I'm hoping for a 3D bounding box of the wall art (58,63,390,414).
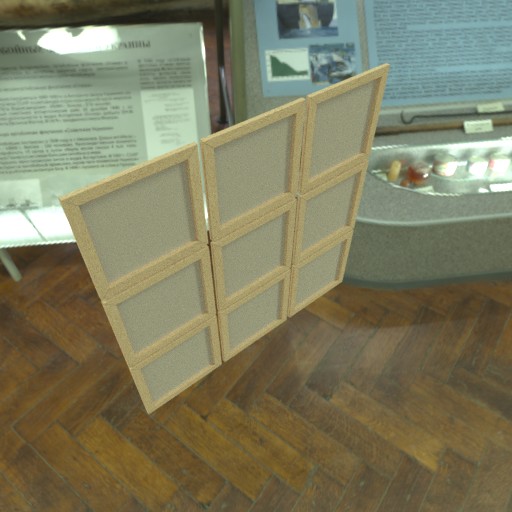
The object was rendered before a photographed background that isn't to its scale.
[{"bbox_3d":[0.000,0.000,1.770,1.217,1.207,0.016,-30,54,-25],"label":"wall art"}]
